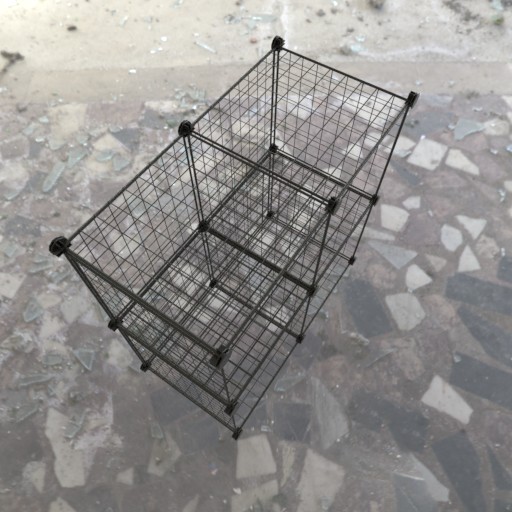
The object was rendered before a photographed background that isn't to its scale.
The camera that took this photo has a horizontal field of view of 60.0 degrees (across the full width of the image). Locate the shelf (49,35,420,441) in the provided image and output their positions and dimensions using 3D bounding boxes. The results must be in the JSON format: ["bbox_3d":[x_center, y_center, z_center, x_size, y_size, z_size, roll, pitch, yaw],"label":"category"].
[{"bbox_3d":[0.000,0.000,1.136,0.356,0.711,0.711,30,64,17],"label":"shelf"}]
